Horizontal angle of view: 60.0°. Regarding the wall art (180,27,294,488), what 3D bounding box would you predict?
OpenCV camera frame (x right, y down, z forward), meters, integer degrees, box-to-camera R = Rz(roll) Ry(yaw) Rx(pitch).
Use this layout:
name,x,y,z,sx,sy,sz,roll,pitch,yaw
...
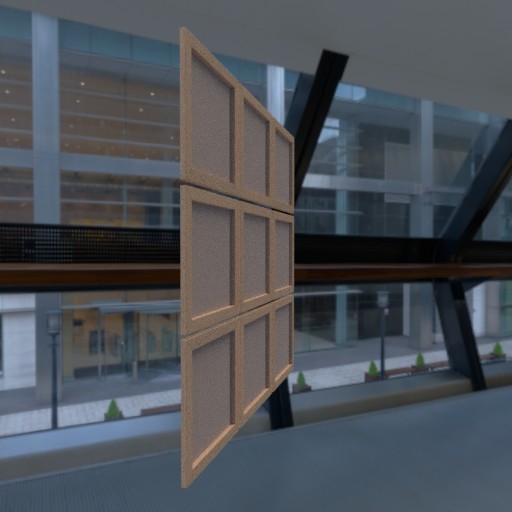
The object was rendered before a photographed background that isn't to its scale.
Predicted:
name,x,y,z,sx,sy,sz,roll,pitch,yaw
wall art,0.000,0.000,1.310,0.012,0.910,0.917,0,1,18
